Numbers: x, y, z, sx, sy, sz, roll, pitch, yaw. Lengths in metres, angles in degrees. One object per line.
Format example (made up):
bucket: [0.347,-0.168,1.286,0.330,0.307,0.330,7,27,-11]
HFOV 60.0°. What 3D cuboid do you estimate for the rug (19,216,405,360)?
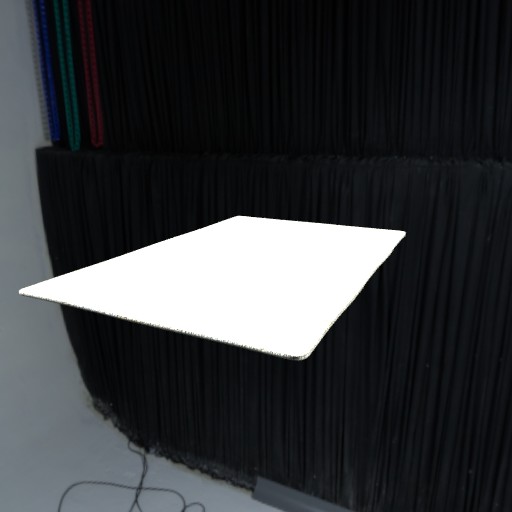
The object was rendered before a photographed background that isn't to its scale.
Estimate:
rug: [0.000,0.000,3.376,1.798,0.025,2.698,8,17,26]
